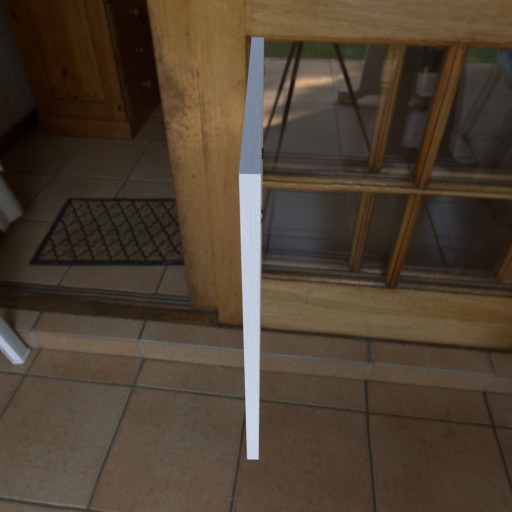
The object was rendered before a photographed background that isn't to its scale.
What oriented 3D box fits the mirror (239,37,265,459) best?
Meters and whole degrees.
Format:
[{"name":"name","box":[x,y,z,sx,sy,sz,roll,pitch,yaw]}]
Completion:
[{"name":"mirror","box":[0.000,0.000,1.332,0.040,1.016,0.762,1,41,1]}]
